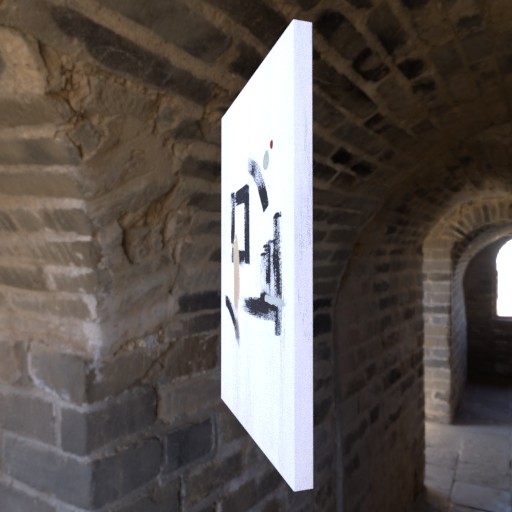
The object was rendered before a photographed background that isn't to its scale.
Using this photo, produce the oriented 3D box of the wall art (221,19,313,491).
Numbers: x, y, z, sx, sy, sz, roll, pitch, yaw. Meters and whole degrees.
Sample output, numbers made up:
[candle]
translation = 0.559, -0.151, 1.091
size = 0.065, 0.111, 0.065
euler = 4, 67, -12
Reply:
[wall art]
translation = 0.000, 0.000, 1.160
size = 0.043, 0.914, 0.624
euler = 0, -1, -17
